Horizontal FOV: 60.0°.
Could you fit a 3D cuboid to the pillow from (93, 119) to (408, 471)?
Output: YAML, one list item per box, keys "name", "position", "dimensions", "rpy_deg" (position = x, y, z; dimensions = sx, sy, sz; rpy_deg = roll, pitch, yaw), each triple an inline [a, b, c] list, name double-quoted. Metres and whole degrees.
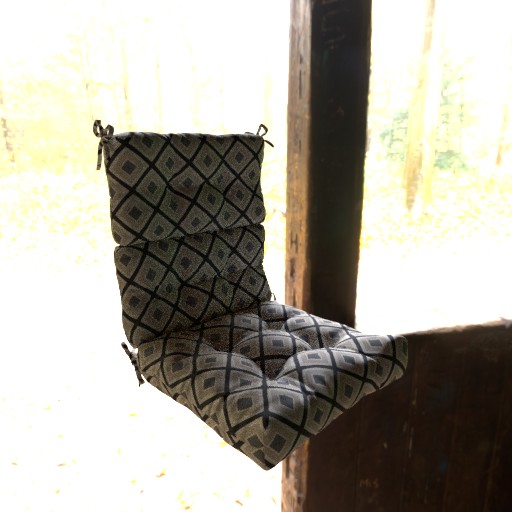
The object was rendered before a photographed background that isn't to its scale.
- name: "pillow"
  position: [0.000, 0.000, 1.014]
  dimensions: [0.519, 0.605, 0.571]
  rpy_deg: [-13, 19, -42]
